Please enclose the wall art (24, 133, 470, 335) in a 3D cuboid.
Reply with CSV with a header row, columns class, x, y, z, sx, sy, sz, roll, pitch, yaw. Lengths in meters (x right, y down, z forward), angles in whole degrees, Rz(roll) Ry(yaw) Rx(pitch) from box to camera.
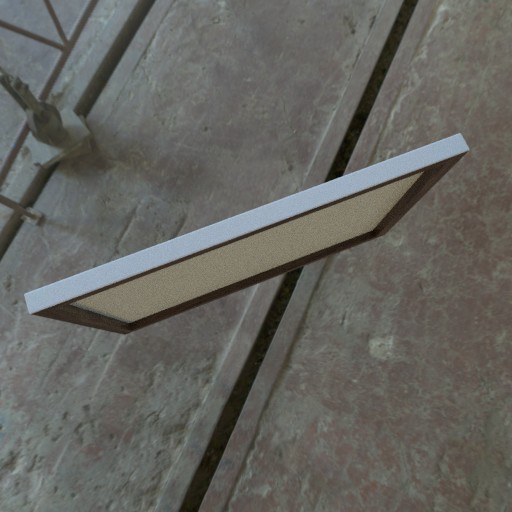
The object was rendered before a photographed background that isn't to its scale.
class,x,y,z,sx,sy,sz,roll,pitch,yaw
wall art,0.000,0.000,1.444,1.138,0.761,0.051,-21,77,-5
